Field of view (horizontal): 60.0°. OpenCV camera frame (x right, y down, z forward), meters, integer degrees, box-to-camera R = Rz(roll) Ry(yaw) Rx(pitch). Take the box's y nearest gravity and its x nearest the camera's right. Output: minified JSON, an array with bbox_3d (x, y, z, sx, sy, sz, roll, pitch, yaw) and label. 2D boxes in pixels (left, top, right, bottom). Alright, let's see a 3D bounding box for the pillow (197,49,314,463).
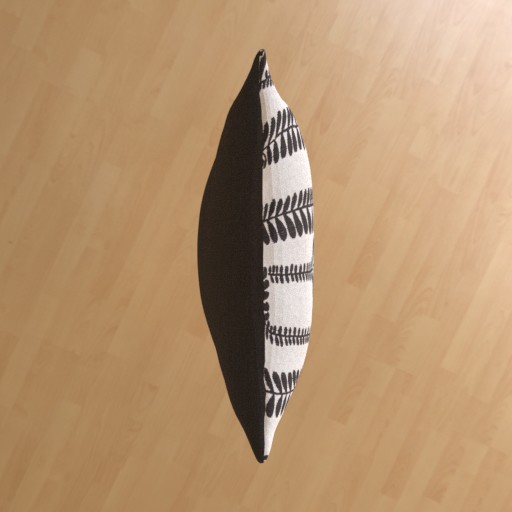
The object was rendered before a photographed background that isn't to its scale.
[{"bbox_3d":[0.000,0.000,0.670,0.182,0.441,0.440,0,92,-2],"label":"pillow"}]
